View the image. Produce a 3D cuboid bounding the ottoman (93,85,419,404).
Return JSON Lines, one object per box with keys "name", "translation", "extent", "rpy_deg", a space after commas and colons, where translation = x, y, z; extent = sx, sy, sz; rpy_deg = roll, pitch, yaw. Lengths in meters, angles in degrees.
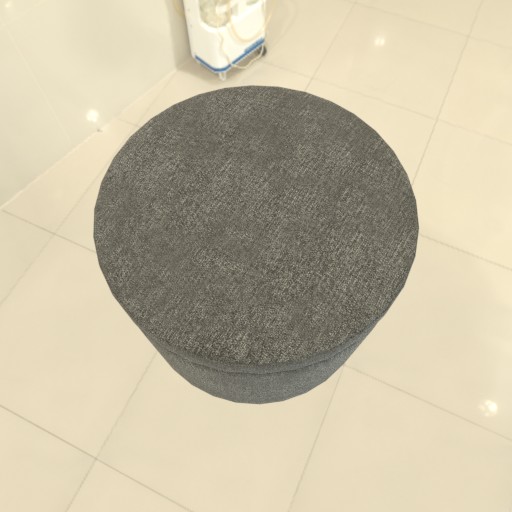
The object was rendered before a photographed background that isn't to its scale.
{"name": "ottoman", "translation": [0.000, 0.000, 0.849], "extent": [0.500, 0.419, 0.500], "rpy_deg": [0, 64, 0]}
